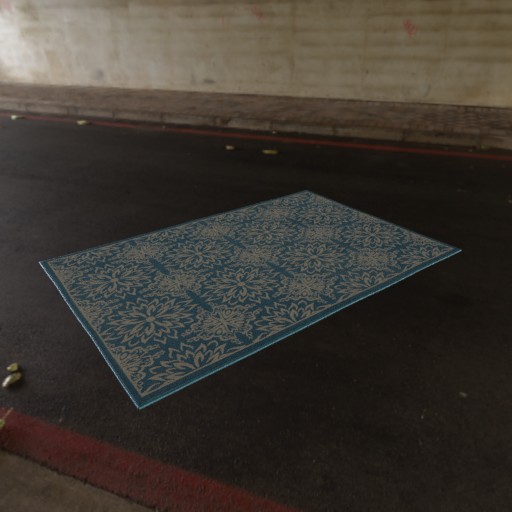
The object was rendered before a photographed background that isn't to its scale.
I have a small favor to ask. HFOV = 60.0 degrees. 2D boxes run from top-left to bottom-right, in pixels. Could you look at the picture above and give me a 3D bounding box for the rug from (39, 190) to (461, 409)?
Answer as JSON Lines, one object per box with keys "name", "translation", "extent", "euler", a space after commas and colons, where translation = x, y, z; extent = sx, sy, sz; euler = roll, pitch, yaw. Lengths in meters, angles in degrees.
{"name": "rug", "translation": [0.000, 0.000, 2.300], "extent": [1.833, 0.012, 1.211], "euler": [-19, 33, -32]}
